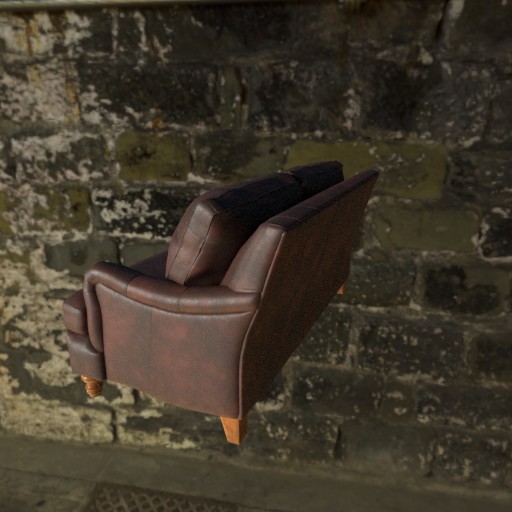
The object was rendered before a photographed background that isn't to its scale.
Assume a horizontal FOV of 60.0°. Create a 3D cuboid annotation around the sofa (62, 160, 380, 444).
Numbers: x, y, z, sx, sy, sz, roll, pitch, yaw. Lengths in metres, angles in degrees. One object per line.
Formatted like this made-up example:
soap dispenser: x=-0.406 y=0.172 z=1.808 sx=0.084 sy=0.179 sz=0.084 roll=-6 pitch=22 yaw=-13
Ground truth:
sofa: x=0.000 y=0.000 z=2.796 sx=1.147 sy=1.071 sz=2.144 roll=7 pitch=19 yaw=23
